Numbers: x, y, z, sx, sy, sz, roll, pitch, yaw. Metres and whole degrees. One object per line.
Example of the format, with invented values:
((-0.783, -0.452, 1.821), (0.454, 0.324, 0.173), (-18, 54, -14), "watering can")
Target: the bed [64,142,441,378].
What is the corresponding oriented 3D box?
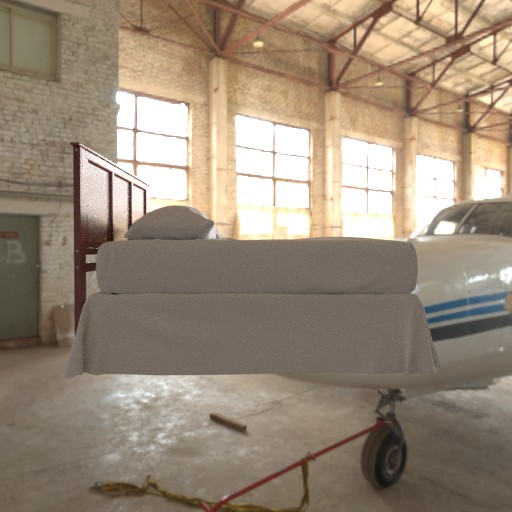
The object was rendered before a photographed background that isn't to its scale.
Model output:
((0.000, 0.000, 3.246), (2.050, 1.270, 1.870), (0, 1, 0), "bed")
